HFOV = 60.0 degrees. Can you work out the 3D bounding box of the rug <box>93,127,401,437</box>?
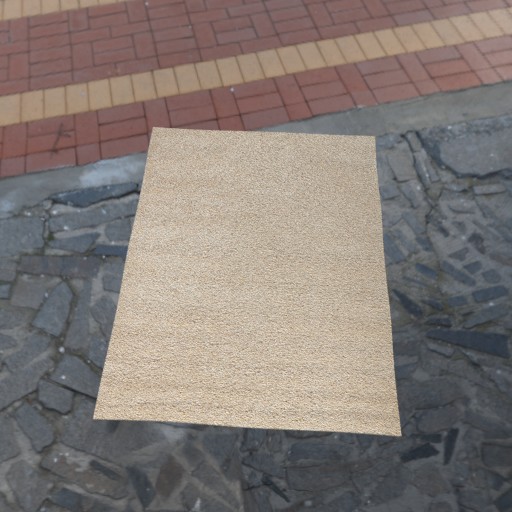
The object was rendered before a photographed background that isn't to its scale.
[{"bbox_3d":[0.000,0.000,4.120,2.400,0.026,3.000,3,63,1],"label":"rug"}]
